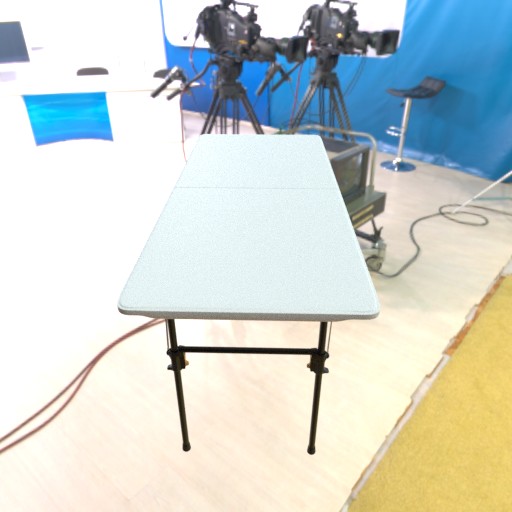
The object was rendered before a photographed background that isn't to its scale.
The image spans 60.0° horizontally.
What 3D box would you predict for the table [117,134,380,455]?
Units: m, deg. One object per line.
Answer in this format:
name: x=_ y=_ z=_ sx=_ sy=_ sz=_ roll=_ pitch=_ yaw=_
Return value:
table: x=0.000 y=0.000 z=2.203 sx=0.761 sy=0.719 sz=1.829 roll=1 pitch=31 yaw=1
